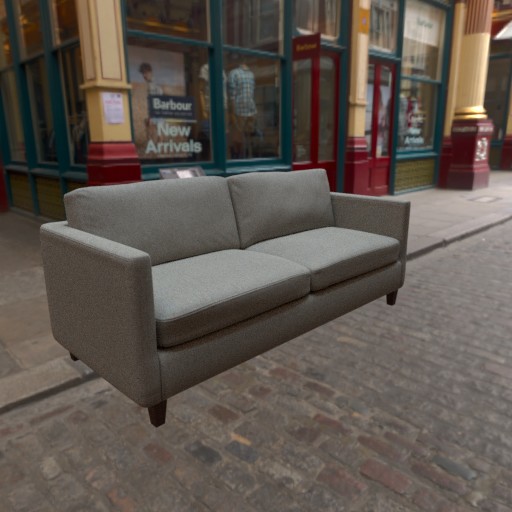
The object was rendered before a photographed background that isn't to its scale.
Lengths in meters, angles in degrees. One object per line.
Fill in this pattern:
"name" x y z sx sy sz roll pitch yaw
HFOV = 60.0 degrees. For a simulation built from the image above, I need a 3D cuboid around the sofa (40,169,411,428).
"sofa" 0.000 0.000 2.730 2.208 0.963 0.956 -14 21 -43
